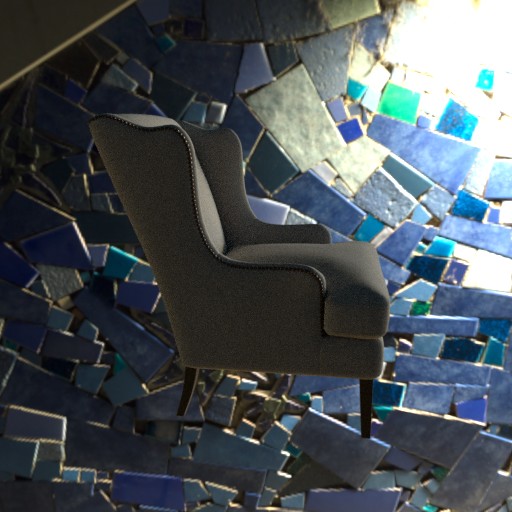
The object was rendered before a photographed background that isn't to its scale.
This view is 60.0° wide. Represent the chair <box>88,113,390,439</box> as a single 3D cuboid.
[{"bbox_3d":[0.000,0.000,1.688,0.940,1.029,0.737,3,15,10],"label":"chair"}]
